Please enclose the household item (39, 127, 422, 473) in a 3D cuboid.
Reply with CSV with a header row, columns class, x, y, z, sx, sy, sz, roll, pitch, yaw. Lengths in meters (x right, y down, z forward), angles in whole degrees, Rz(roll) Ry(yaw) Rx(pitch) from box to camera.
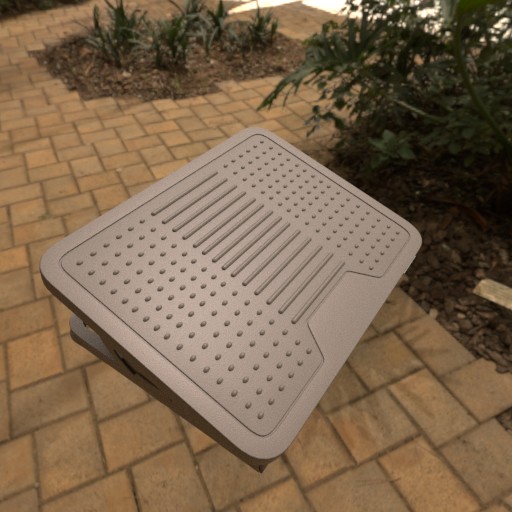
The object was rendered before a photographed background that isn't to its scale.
class,x,y,z,sx,sy,sz,roll,pitch,yaw
household item,0.000,0.000,0.530,0.301,0.126,0.390,25,46,26
